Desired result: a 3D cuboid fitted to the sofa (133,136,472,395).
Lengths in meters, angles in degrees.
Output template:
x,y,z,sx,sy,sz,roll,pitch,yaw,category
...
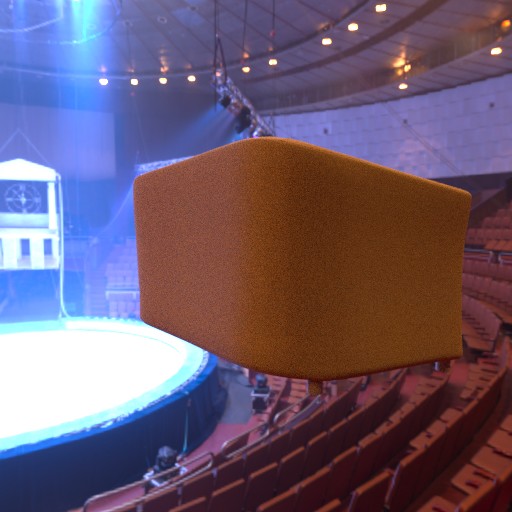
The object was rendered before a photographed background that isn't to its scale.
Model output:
x,y,z,sx,sy,sz,roll,pitch,yaw,category
0.000,0.000,1.827,0.705,0.721,1.452,-1,3,-34,sofa
